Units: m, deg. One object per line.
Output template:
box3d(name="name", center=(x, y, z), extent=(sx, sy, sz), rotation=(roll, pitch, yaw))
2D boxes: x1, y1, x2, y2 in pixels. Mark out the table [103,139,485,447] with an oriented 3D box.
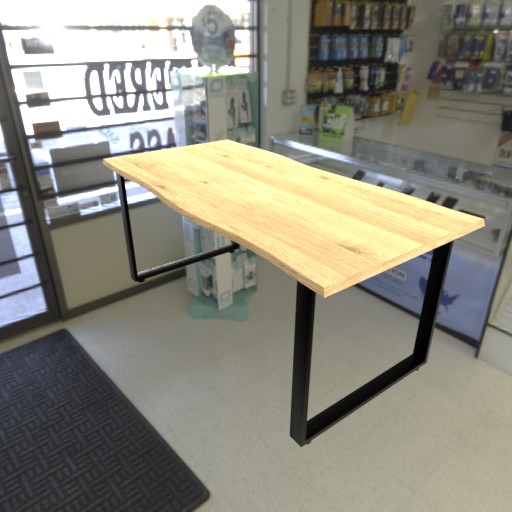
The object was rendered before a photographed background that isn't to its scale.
box3d(name="table", center=(0.000, 0.000, 2.306), extent=(0.900, 0.780, 1.800), rotation=(-19, 32, -32))
